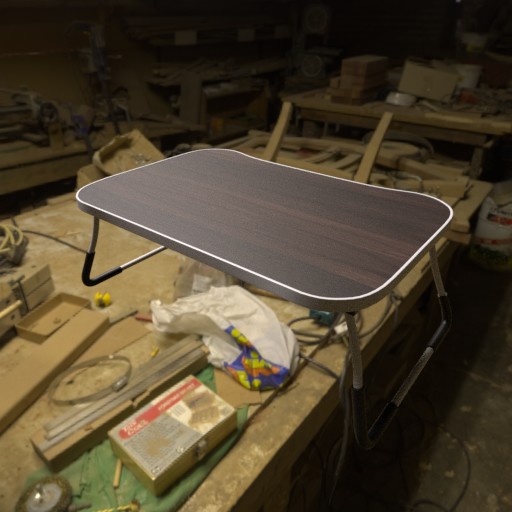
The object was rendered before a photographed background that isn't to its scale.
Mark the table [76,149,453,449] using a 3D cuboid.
[{"bbox_3d":[0.000,0.000,0.832,0.660,0.232,0.400,21,36,33],"label":"table"}]
